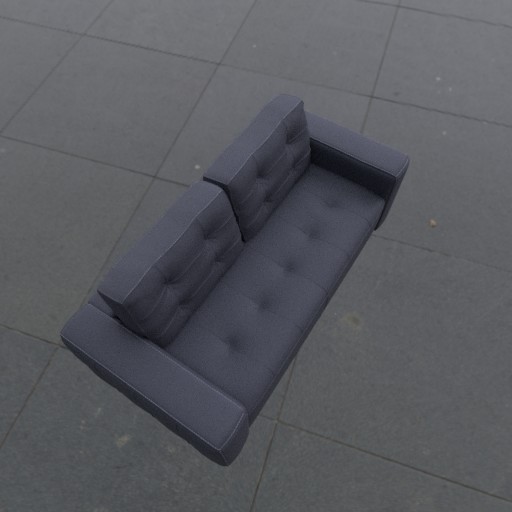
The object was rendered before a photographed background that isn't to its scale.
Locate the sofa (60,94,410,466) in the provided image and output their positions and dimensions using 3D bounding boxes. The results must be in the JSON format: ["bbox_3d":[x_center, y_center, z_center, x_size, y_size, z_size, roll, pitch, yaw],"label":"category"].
[{"bbox_3d":[0.000,0.000,2.193,0.833,0.893,1.726,30,64,16],"label":"sofa"}]
